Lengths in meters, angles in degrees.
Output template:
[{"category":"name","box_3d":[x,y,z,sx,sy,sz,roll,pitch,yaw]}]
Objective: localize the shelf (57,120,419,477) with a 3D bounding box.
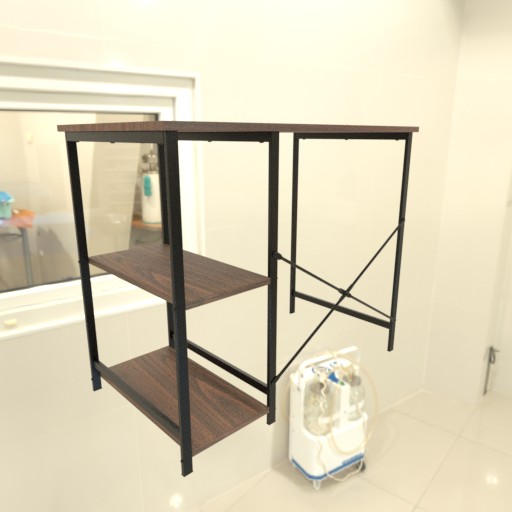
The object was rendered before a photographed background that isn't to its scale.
[{"category":"shelf","box_3d":[0.000,0.000,1.331,0.902,0.750,0.498,-14,21,-41]}]
